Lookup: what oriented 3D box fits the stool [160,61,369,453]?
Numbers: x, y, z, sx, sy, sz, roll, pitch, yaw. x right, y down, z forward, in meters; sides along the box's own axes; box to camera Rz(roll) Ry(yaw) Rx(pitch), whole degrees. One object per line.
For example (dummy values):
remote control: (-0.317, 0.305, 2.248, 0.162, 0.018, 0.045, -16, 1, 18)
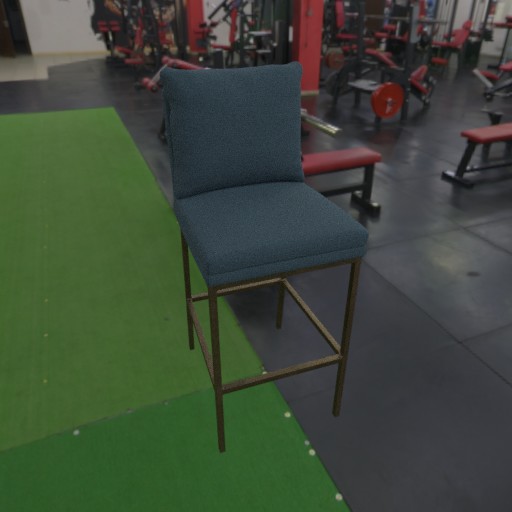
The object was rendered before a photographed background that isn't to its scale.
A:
stool: (0.000, 0.000, 1.456, 0.463, 1.124, 0.568, -10, 32, -17)
